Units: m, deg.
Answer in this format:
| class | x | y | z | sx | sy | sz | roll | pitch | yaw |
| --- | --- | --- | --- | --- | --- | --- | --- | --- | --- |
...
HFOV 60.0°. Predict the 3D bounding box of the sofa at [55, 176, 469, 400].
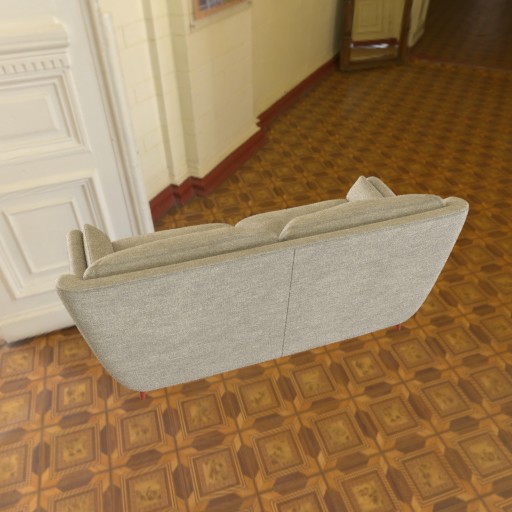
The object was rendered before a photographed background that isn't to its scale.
| class | x | y | z | sx | sy | sz | roll | pitch | yaw |
| --- | --- | --- | --- | --- | --- | --- | --- | --- | --- |
| sofa | 0.000 | 0.000 | 2.425 | 1.930 | 0.897 | 0.976 | -12 | 42 | -14 |
